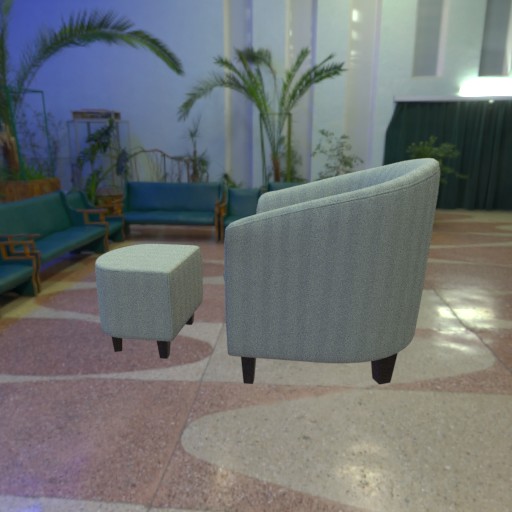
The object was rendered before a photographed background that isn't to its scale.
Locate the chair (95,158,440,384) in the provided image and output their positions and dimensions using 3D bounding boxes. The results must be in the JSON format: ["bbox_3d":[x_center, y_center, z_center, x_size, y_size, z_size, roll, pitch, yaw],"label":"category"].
[{"bbox_3d":[0.000,0.000,1.739,1.288,0.757,0.756,2,15,8],"label":"chair"}]
